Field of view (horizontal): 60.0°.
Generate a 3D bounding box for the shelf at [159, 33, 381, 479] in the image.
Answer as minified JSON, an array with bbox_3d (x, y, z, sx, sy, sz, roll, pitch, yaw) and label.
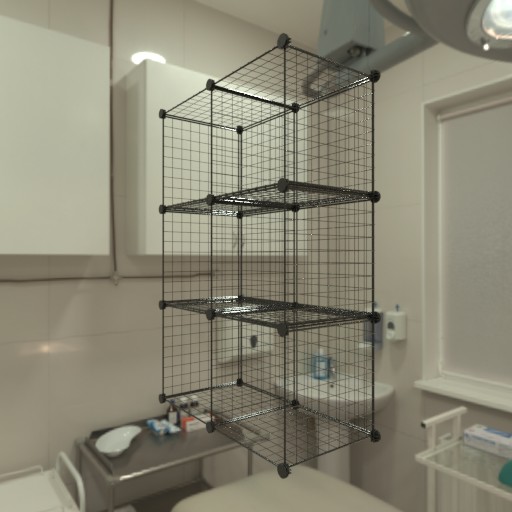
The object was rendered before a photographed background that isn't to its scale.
[{"bbox_3d":[0.000,0.000,1.441,0.356,1.067,0.711,0,0,-37],"label":"shelf"}]
